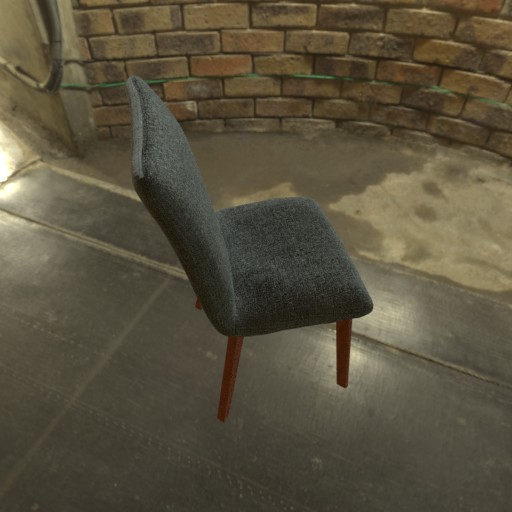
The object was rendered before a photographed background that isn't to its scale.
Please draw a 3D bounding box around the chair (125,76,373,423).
[{"bbox_3d":[0.000,0.000,1.312,0.563,0.974,0.522,-10,47,-10],"label":"chair"}]
